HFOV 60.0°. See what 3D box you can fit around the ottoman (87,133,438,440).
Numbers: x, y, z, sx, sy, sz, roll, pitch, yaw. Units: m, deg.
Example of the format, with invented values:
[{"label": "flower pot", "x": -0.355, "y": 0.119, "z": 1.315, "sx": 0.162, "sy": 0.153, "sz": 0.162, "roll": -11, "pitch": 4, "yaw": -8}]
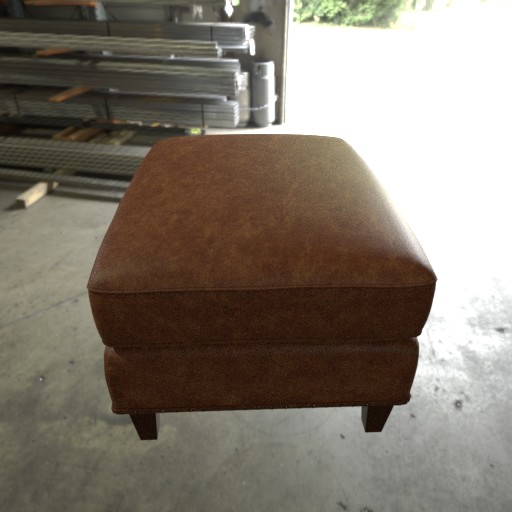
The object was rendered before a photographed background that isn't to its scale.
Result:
[{"label": "ottoman", "x": 0.000, "y": 0.000, "z": 1.098, "sx": 0.586, "sy": 0.486, "sz": 0.742, "roll": -1, "pitch": 32, "yaw": -2}]
